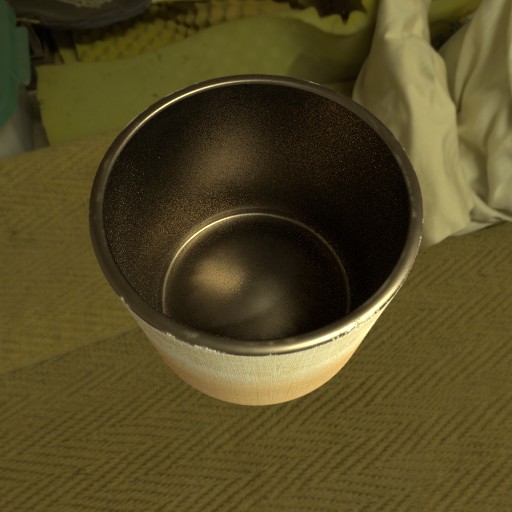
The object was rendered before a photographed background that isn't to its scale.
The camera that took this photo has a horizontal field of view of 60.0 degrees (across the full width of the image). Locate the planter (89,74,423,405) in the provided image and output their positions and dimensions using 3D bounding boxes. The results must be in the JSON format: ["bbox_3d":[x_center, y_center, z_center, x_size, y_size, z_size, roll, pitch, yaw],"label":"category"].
[{"bbox_3d":[0.000,0.000,0.430,0.254,0.221,0.254,0,63,0],"label":"planter"}]
